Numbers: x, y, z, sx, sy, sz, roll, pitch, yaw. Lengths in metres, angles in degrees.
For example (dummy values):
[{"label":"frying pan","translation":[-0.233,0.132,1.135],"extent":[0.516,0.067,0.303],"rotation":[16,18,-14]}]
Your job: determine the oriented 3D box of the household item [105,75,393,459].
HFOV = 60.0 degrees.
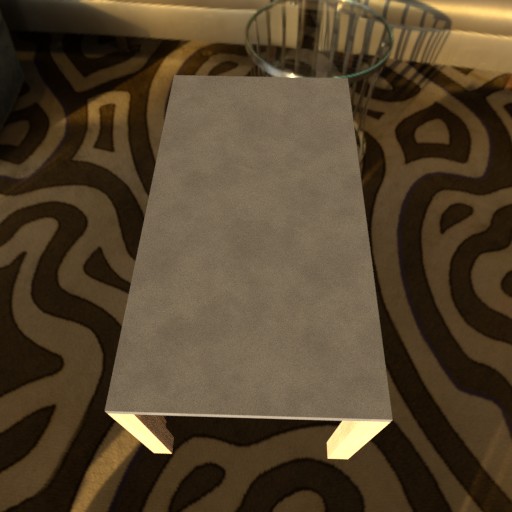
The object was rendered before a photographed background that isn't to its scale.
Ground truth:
[{"label":"household item","translation":[0.000,0.000,2.055],"extent":[0.850,0.755,1.600],"rotation":[1,57,1]}]
